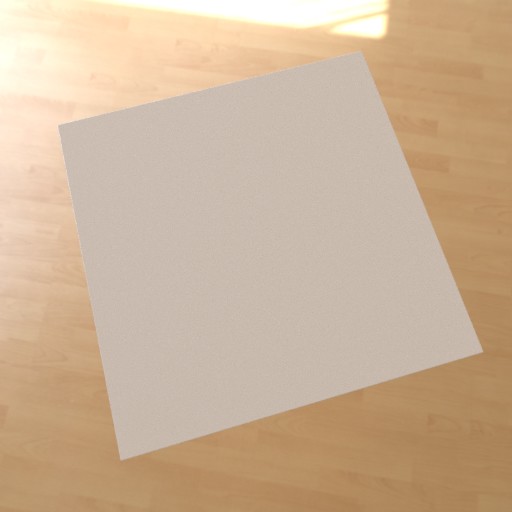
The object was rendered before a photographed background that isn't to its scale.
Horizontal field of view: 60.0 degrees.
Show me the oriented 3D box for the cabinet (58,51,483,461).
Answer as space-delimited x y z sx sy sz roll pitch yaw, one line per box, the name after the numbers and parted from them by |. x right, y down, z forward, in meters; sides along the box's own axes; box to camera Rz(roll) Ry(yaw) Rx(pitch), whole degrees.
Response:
0.000 0.000 1.252 0.800 0.460 0.800 -15 76 -4 | cabinet
